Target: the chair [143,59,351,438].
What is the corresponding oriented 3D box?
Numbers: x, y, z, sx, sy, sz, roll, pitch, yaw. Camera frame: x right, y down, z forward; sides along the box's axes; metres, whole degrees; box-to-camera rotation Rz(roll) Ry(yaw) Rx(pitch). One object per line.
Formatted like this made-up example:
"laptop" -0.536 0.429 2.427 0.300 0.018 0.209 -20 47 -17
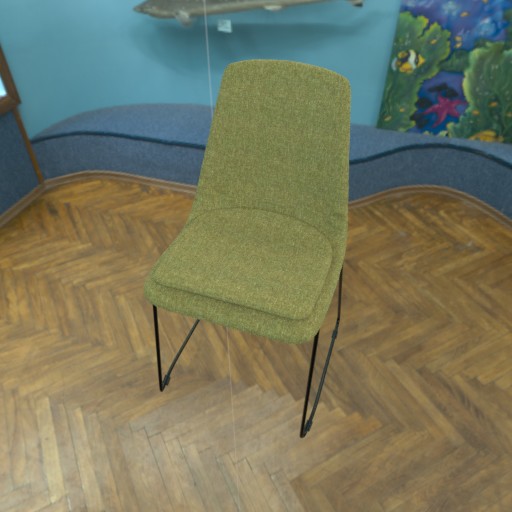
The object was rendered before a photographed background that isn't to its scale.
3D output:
"chair" 0.000 0.000 1.175 0.479 0.849 0.496 13 44 14
